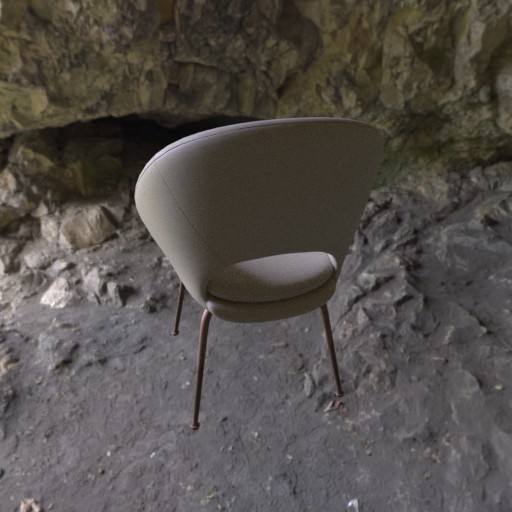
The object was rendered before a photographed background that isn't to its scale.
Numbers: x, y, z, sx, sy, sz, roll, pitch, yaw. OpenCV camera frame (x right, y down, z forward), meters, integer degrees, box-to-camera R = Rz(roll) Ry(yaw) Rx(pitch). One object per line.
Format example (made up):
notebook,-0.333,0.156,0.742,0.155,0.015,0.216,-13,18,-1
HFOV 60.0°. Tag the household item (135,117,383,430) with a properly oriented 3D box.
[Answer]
household item,0.000,0.000,1.267,0.623,0.852,0.573,-8,28,-14
